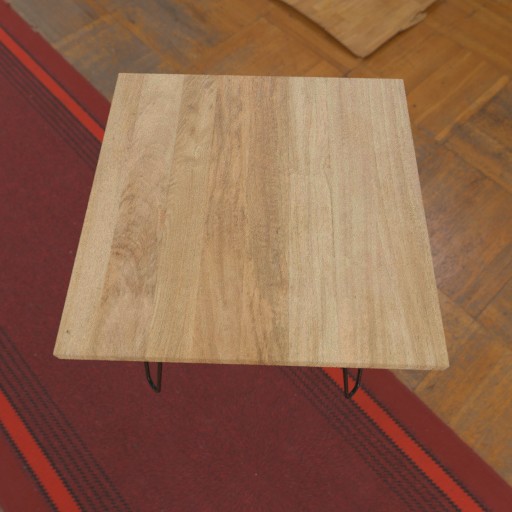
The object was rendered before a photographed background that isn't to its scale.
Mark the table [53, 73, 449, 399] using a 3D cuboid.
[{"bbox_3d":[0.000,0.000,1.023,0.599,0.500,0.599,2,64,1],"label":"table"}]
